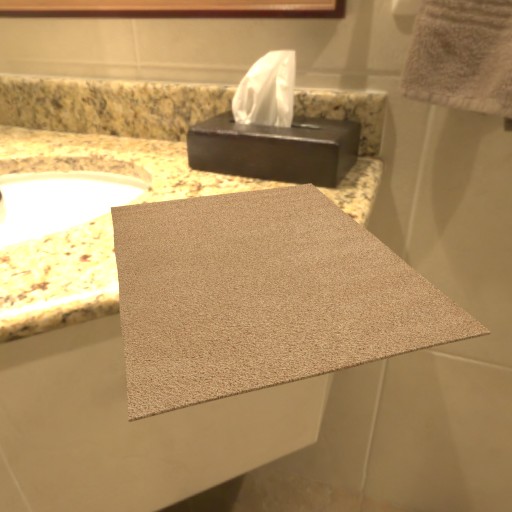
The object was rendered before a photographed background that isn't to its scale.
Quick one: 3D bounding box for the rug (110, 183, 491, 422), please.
[{"bbox_3d":[0.000,0.000,3.944,2.400,0.026,3.000,-9,31,-15],"label":"rug"}]
